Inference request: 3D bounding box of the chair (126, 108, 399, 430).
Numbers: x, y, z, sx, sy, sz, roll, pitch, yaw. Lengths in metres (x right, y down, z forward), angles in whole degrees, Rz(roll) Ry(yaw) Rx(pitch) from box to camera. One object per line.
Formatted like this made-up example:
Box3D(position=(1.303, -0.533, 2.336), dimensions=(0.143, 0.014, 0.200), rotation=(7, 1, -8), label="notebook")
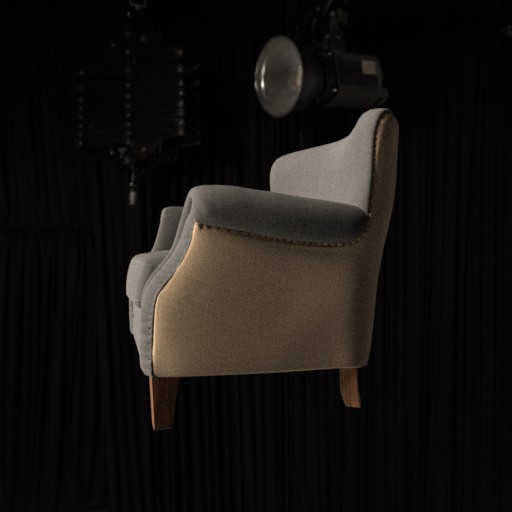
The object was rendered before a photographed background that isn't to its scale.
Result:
Box3D(position=(0.000, 0.000, 1.640), dimensions=(0.921, 0.936, 0.861), rotation=(0, 1, -18), label="chair")
